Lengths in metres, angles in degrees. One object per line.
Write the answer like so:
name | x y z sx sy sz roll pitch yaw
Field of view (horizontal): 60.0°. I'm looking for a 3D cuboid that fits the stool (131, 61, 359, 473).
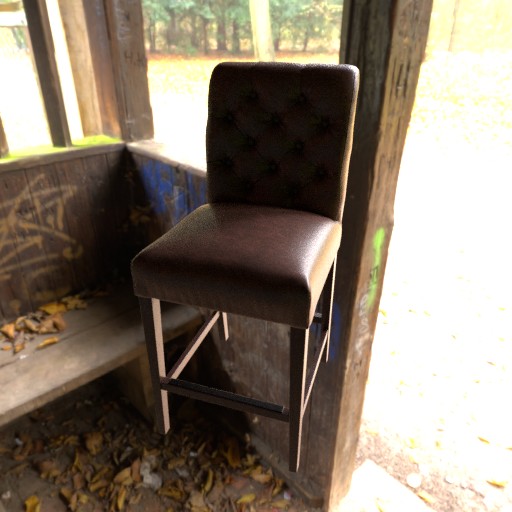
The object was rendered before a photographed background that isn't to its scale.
stool | 0.000 0.000 1.400 0.486 1.084 0.660 9 30 16
